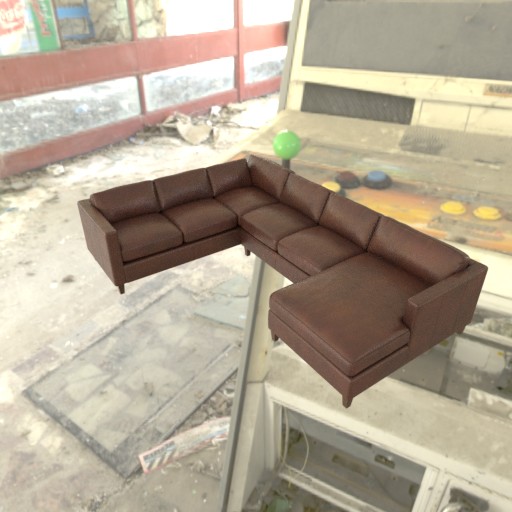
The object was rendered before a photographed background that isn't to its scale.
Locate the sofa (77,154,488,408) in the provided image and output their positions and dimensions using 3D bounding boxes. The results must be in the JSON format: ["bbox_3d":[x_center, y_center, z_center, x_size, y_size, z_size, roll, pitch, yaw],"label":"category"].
[{"bbox_3d":[0.000,0.000,4.416,2.452,0.891,3.324,-20,37,-29],"label":"sofa"}]
